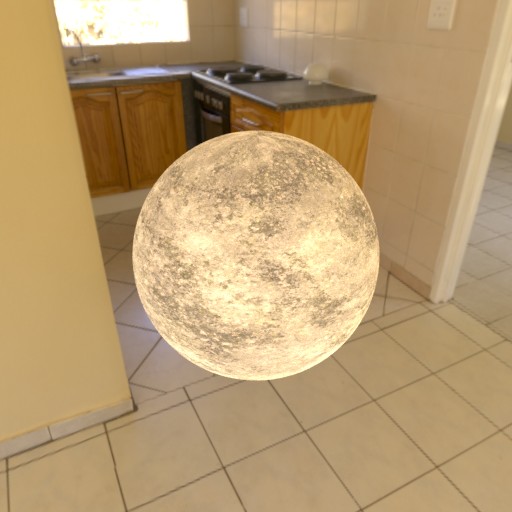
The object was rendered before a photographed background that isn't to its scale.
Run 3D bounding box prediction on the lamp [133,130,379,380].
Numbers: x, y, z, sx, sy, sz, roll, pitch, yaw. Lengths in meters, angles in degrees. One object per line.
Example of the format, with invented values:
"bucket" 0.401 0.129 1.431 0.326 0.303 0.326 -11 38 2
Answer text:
"lamp" 0.000 0.000 0.786 0.422 0.429 0.422 0 30 0
